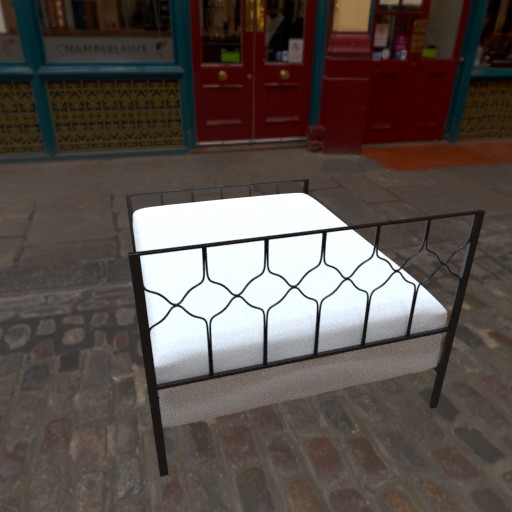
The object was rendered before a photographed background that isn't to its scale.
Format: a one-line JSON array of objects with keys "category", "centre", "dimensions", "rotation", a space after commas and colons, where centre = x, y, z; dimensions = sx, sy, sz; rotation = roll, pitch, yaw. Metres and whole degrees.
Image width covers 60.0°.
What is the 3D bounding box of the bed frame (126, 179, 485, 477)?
[{"category": "bed frame", "centre": [0.000, 0.000, 2.999], "dimensions": [1.597, 1.222, 2.063], "rotation": [-8, 28, -15]}]
